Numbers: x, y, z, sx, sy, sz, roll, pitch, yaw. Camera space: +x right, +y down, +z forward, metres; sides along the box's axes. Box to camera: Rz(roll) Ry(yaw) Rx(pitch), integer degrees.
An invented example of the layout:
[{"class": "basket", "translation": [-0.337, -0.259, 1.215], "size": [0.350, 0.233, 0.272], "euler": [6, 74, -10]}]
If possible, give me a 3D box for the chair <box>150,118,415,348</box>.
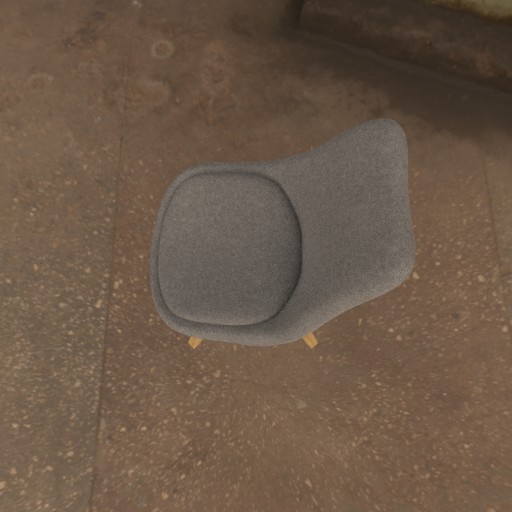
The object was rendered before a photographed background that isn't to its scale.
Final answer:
[{"class": "chair", "translation": [0.000, 0.000, 1.186], "size": [0.550, 0.865, 0.483], "euler": [2, 74, 0]}]
